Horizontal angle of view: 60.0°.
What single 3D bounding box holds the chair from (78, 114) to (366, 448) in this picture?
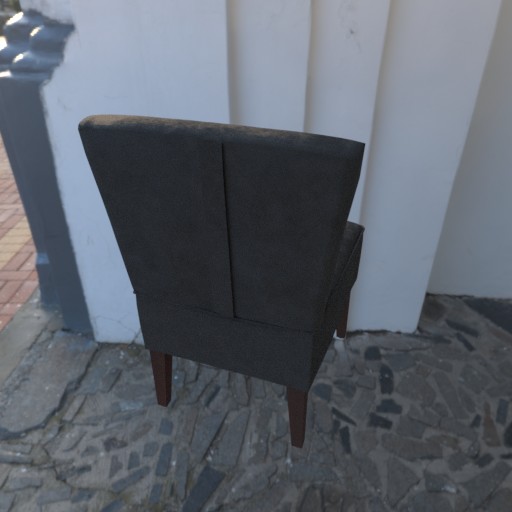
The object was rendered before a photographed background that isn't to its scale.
[{"bbox_3d":[0.000,0.000,1.158,0.521,0.806,0.554,11,34,16],"label":"chair"}]
